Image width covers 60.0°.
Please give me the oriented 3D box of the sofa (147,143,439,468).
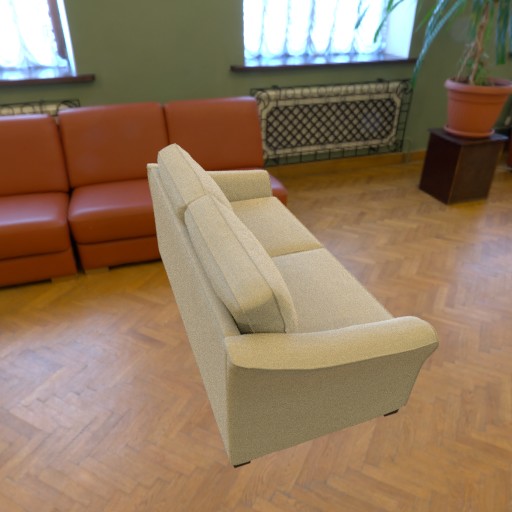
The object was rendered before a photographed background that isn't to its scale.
[{"bbox_3d":[0.000,0.000,2.744,0.980,0.965,2.270,-10,33,-17],"label":"sofa"}]
